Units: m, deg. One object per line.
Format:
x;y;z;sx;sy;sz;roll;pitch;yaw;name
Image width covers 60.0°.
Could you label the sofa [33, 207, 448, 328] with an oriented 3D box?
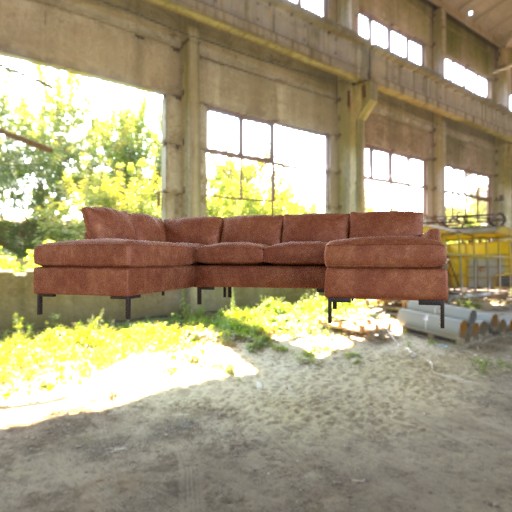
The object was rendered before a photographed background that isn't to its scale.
0.000;0.000;3.819;2.956;0.900;1.939;0;0;18;sofa
